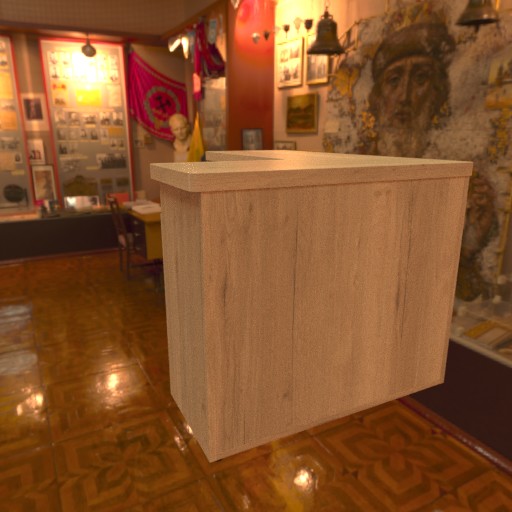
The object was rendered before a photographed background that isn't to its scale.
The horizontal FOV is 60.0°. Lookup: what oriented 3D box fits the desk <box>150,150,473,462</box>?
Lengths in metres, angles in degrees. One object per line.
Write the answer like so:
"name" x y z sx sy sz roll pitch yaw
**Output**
"desk" 0.000 0.000 1.738 0.900 0.760 1.169 -8 17 -26
